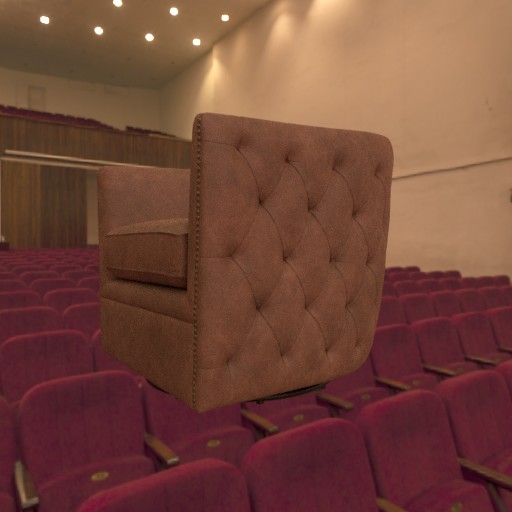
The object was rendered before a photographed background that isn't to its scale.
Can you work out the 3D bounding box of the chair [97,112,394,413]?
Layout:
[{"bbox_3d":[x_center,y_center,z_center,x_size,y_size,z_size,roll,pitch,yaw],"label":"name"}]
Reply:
[{"bbox_3d":[0.000,0.000,1.528,0.870,0.790,0.850,0,1,-35],"label":"chair"}]
